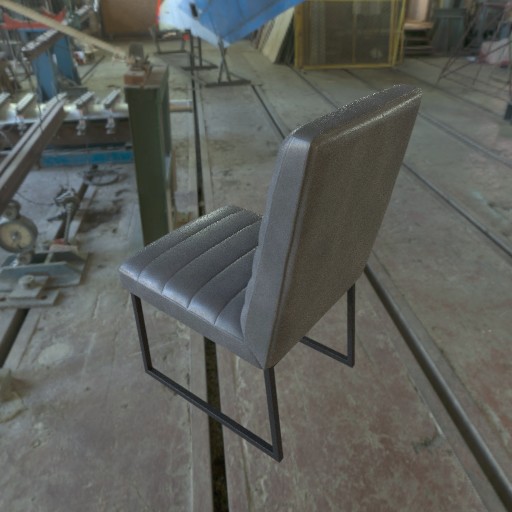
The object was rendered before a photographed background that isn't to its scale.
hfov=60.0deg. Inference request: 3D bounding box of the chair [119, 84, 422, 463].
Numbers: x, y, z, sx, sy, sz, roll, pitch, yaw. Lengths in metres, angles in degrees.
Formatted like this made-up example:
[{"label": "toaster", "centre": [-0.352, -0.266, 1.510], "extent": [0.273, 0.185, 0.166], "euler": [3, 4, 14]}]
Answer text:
[{"label": "chair", "centre": [0.000, 0.000, 1.268], "extent": [0.634, 0.930, 0.520], "euler": [22, 38, 31]}]
